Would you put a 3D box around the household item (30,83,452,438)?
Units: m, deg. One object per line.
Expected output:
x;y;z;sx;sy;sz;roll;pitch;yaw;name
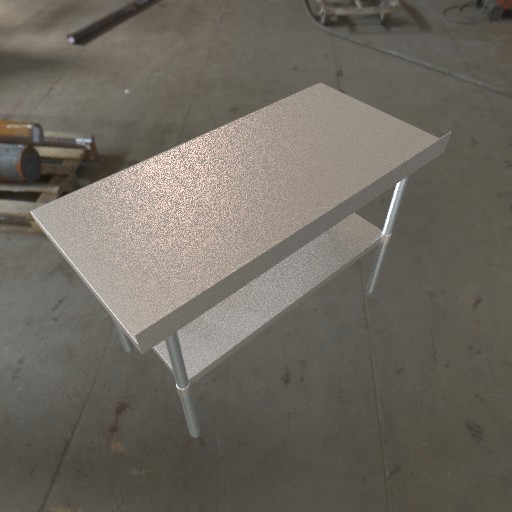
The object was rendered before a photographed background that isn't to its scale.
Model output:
0.000;0.000;1.682;1.219;0.851;0.610;-33;55;-27;household item
